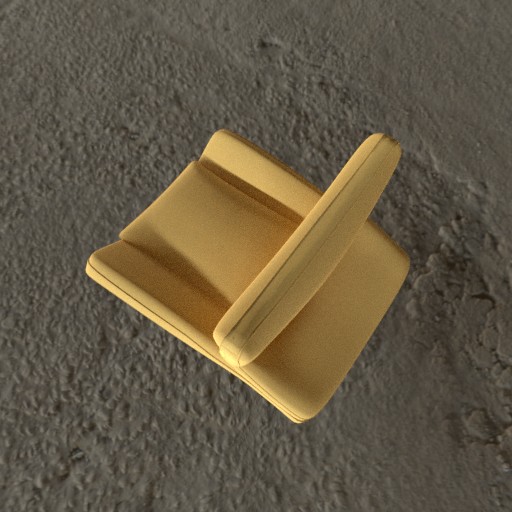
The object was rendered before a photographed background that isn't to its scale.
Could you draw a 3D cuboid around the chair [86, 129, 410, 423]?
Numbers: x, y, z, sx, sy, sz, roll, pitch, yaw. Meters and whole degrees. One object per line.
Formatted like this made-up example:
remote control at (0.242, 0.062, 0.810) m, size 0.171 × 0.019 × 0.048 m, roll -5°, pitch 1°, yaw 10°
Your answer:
chair at (0.000, 0.000, 1.663) m, size 1.008 × 0.855 × 0.859 m, roll 33°, pitch 68°, yaw 16°
